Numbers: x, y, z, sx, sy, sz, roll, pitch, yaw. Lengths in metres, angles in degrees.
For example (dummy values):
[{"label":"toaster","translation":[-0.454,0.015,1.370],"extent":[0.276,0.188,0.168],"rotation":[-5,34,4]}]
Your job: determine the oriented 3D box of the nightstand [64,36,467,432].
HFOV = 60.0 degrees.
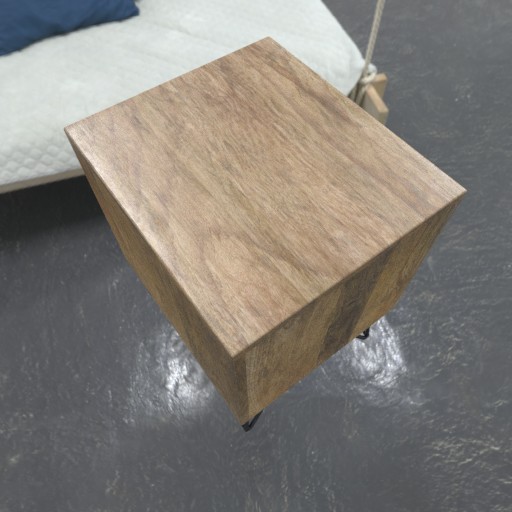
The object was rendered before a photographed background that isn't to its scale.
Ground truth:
[{"label":"nightstand","translation":[0.000,0.000,0.891],"extent":[0.406,0.559,0.457],"rotation":[-32,64,-18]}]
